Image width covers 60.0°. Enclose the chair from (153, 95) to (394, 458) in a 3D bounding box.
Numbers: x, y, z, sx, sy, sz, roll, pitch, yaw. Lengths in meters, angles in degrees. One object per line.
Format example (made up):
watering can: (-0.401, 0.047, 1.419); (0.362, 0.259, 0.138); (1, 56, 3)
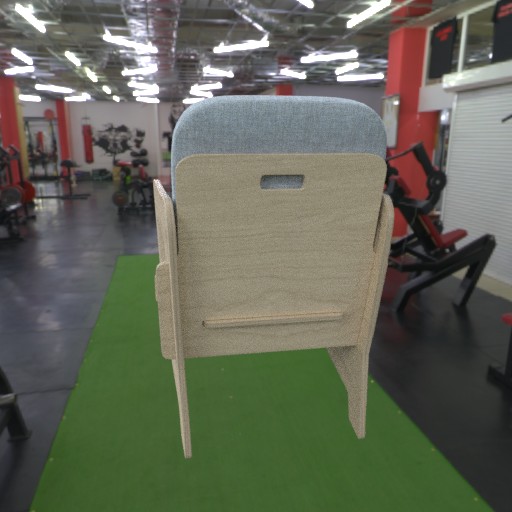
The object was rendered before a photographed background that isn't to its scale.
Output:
chair: (0.000, 0.000, 1.253); (0.590, 0.800, 0.710); (-2, 14, -9)
